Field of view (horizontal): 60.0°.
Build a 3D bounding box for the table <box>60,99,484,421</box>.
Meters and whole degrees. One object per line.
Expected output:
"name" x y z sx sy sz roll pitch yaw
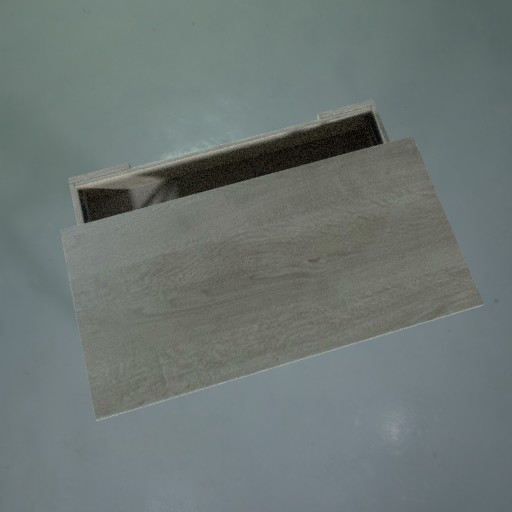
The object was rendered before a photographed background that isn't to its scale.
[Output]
"table" 0.000 0.000 1.450 1.000 0.570 0.711 -16 76 -4
